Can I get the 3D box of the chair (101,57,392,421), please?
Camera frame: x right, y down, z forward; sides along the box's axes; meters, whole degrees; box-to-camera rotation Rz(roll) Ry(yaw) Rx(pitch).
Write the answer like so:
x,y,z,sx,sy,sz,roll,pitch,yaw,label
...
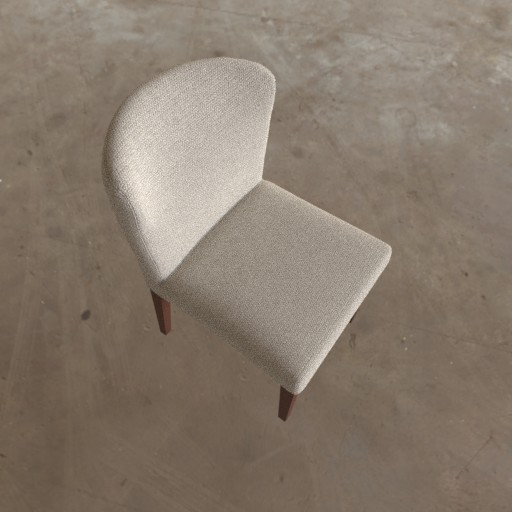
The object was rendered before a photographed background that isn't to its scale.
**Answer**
x,y,z,sx,sy,sz,roll,pitch,yaw,label
0.000,0.000,1.189,0.589,0.839,0.491,31,62,19,chair
